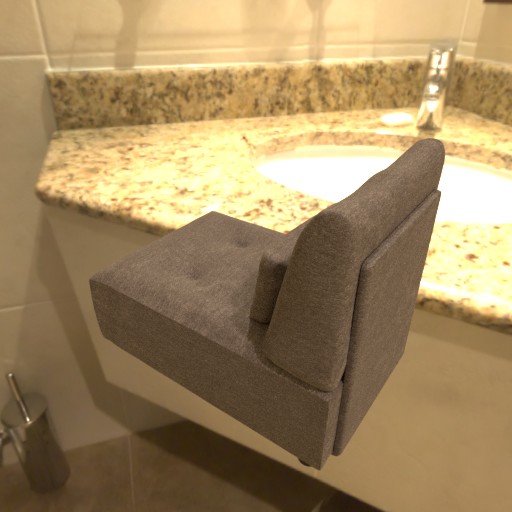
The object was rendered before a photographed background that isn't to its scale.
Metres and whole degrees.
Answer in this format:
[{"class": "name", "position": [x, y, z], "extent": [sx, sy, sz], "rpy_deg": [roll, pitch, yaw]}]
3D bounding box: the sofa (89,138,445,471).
[{"class": "sofa", "position": [0.000, 0.000, 1.536], "extent": [1.000, 0.820, 0.700], "rpy_deg": [20, 37, 30]}]
